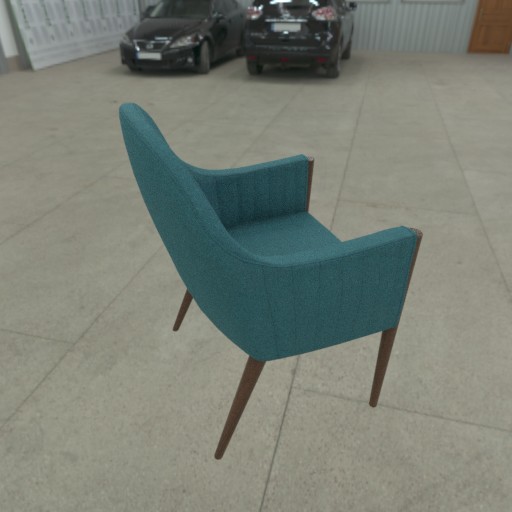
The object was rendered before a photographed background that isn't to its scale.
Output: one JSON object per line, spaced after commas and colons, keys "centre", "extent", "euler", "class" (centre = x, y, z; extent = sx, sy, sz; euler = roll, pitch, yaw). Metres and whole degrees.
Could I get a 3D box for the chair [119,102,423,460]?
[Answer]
{"centre": [0.000, 0.000, 1.316], "extent": [0.652, 0.907, 0.656], "euler": [-11, 33, -18], "class": "chair"}
